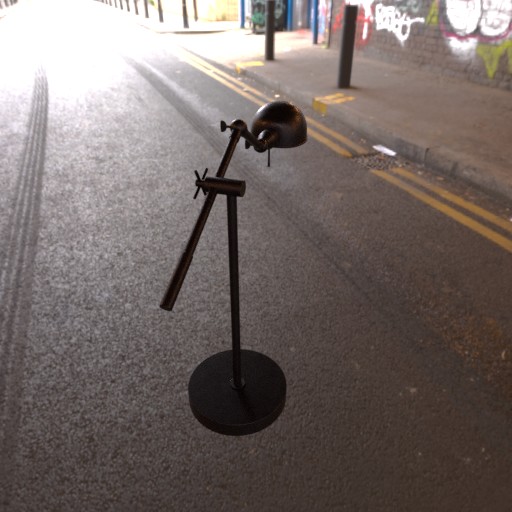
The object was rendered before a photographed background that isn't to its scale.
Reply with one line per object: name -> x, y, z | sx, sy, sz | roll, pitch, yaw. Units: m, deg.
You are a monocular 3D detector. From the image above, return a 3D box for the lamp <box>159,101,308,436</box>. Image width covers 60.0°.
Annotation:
lamp -> 0.000, 0.000, 0.809 | 0.185, 0.495, 0.567 | 10, 33, 16
